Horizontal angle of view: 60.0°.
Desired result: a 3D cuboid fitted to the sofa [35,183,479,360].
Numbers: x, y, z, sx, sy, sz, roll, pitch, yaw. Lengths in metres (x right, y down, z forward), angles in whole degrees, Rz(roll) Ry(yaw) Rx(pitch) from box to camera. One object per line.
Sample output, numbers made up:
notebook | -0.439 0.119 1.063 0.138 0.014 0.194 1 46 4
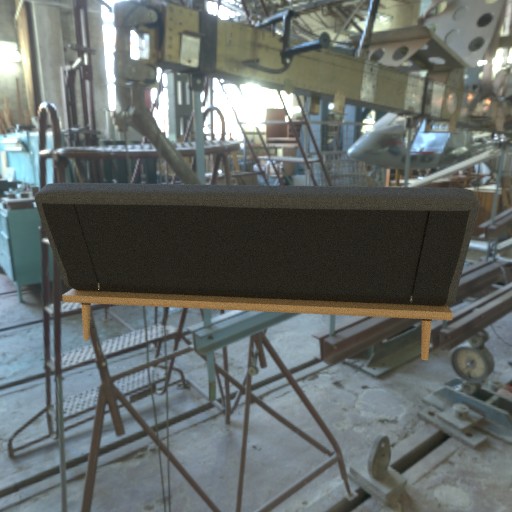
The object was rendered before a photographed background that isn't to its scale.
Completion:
sofa | 0.000 0.000 2.226 1.820 0.770 0.820 2 15 7
